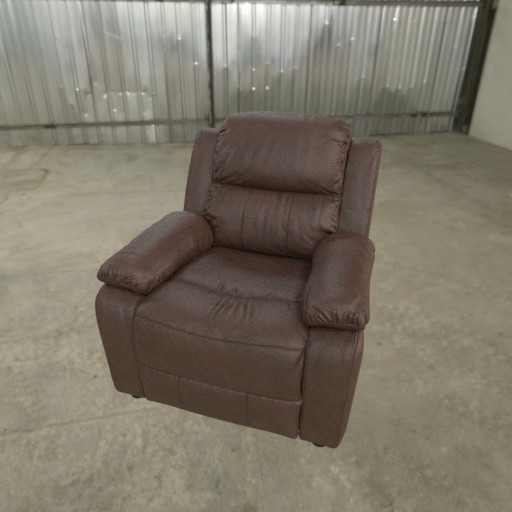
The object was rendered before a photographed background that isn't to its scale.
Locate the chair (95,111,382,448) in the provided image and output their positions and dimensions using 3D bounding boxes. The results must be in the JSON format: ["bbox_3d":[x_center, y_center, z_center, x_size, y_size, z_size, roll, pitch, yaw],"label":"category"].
[{"bbox_3d":[0.000,0.000,1.273,0.680,0.702,0.707,9,29,16],"label":"chair"}]
